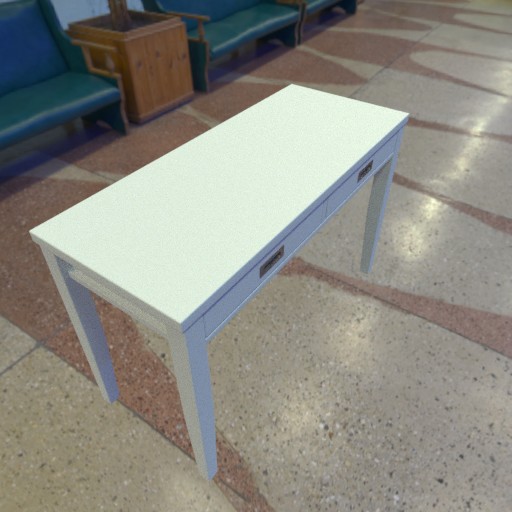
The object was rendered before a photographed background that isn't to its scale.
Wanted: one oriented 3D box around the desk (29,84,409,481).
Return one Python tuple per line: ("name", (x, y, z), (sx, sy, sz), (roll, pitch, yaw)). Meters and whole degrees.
("desk", (0.000, 0.000, 1.609), (0.508, 0.775, 1.220), (25, 47, 26))
